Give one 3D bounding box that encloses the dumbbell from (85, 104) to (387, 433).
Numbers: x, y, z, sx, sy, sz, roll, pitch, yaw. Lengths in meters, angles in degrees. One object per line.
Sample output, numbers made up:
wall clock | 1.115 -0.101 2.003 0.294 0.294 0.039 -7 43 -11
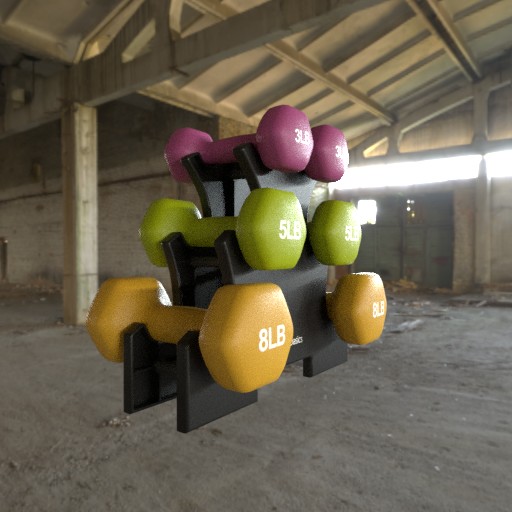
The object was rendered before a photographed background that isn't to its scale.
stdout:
dumbbell | 0.000 0.000 0.474 0.190 0.271 0.300 0 1 37
